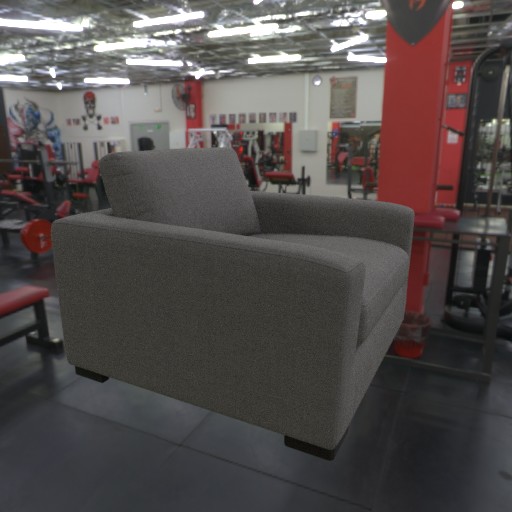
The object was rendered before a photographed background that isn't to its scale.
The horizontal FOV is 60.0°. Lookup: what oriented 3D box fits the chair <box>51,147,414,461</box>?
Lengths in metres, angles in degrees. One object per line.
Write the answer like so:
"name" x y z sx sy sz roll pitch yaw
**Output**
"chair" 0.000 0.000 1.814 1.100 0.847 1.070 8 17 27
